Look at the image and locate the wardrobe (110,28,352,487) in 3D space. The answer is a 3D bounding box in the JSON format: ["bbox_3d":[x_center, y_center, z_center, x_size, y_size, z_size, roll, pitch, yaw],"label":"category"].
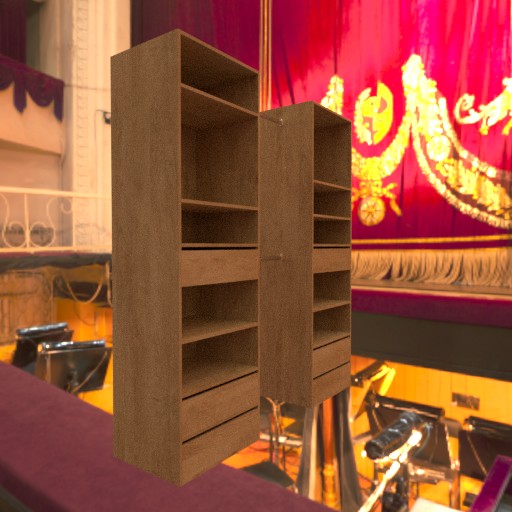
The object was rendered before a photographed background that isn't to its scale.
[{"bbox_3d":[0.000,0.000,2.784,0.480,2.000,1.770,1,2,37],"label":"wardrobe"}]
